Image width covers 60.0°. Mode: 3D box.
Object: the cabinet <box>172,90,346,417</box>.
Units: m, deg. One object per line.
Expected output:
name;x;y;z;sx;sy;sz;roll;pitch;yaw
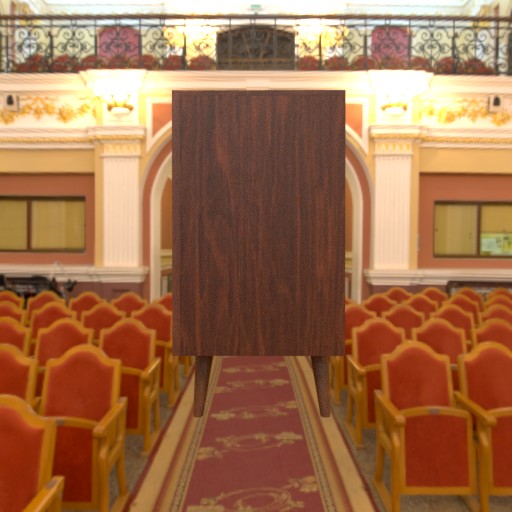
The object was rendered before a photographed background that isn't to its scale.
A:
cabinet;0.000;0.000;2.023;0.505;0.940;1.575;0;1;0
